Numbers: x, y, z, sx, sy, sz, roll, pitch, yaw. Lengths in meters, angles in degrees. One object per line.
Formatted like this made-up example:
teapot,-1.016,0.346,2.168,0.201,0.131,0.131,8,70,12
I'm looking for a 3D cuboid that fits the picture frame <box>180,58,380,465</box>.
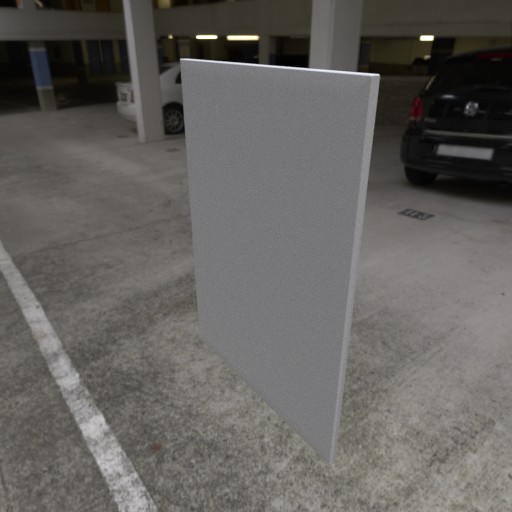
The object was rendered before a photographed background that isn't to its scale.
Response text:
picture frame,0.000,0.000,0.672,0.012,0.534,0.381,-18,32,-32
